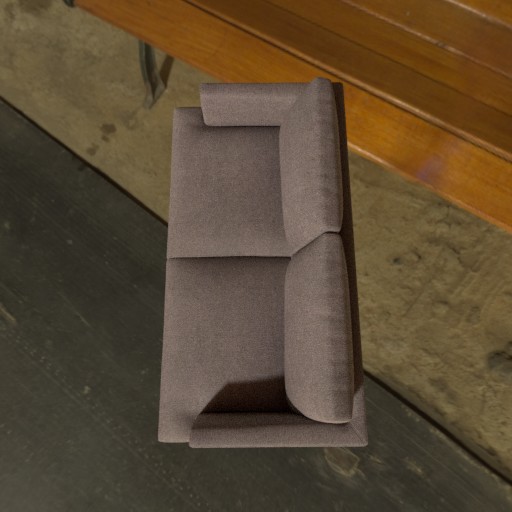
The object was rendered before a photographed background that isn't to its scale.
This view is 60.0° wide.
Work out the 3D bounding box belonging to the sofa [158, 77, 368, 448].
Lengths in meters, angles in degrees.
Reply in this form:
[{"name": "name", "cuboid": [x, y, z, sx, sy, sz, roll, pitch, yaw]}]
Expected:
[{"name": "sofa", "cuboid": [0.000, 0.000, 2.480, 1.020, 0.868, 1.948, 0, 75, 0]}]
